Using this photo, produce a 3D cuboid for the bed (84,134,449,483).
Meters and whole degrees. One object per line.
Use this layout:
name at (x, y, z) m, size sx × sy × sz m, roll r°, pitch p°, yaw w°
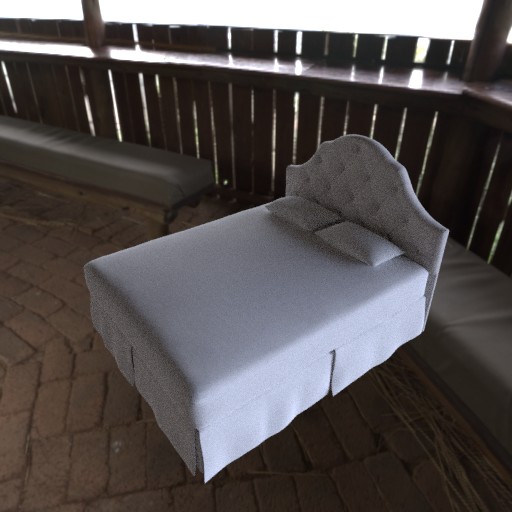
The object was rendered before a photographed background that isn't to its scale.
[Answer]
bed at (0.000, 0.000, 3.767) m, size 2.477 × 1.617 × 2.039 m, roll -22°, pitch 37°, yaw -31°
